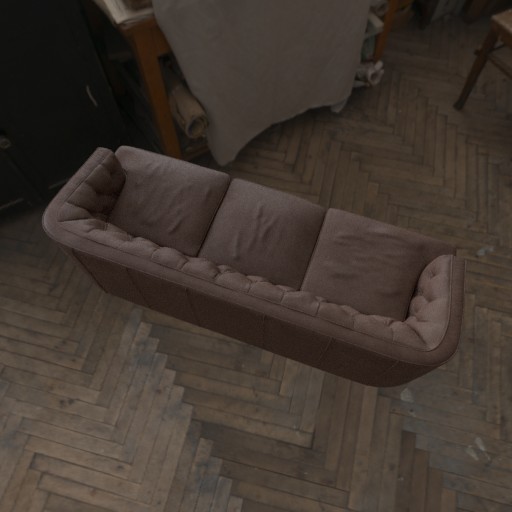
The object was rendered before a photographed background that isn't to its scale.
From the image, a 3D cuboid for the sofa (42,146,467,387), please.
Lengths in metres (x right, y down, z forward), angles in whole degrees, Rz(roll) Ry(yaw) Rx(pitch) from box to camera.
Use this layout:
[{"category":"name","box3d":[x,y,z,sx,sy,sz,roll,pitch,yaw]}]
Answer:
[{"category":"sofa","box3d":[0.000,0.000,2.631,2.227,0.787,0.927,18,66,8]}]
